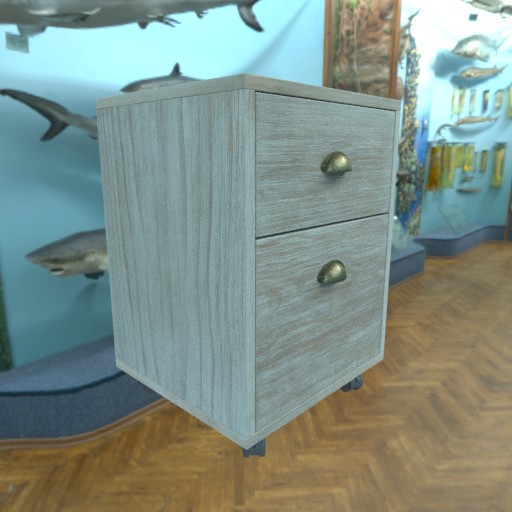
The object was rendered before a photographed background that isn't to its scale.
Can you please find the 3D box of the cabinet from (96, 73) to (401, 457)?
[{"bbox_3d":[0.000,0.000,0.863,0.401,0.579,0.409,12,18,42],"label":"cabinet"}]
